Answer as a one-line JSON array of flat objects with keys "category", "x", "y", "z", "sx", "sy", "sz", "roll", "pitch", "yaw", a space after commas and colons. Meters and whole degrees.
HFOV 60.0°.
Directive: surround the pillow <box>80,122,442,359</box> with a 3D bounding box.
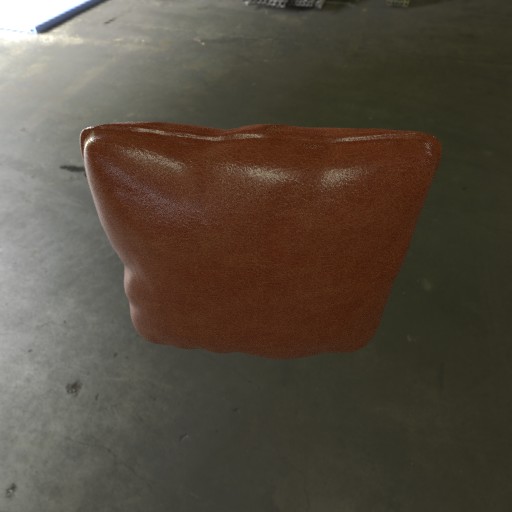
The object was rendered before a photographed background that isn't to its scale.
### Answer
[{"category": "pillow", "x": 0.000, "y": 0.000, "z": 0.807, "sx": 0.532, "sy": 0.523, "sz": 0.236, "roll": 2, "pitch": 46, "yaw": 2}]
